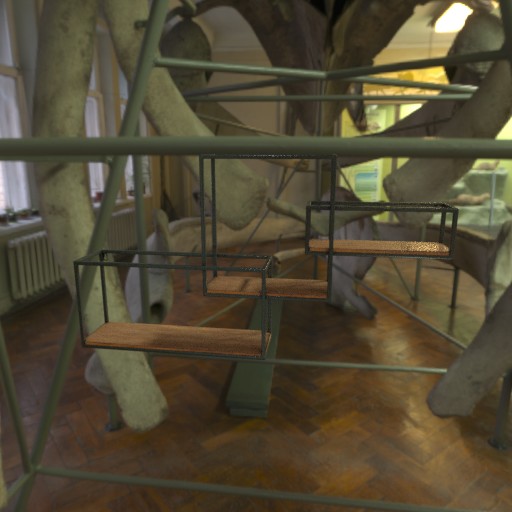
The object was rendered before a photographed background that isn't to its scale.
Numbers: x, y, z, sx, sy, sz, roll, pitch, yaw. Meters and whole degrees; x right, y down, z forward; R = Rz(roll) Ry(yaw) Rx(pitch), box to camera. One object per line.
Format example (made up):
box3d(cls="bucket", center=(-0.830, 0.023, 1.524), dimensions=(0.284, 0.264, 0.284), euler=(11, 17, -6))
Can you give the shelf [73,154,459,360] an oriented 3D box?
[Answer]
box3d(cls="shelf", center=(0.000, 0.000, 2.176), dimensions=(1.781, 0.972, 0.275), euler=(2, 14, 8))
